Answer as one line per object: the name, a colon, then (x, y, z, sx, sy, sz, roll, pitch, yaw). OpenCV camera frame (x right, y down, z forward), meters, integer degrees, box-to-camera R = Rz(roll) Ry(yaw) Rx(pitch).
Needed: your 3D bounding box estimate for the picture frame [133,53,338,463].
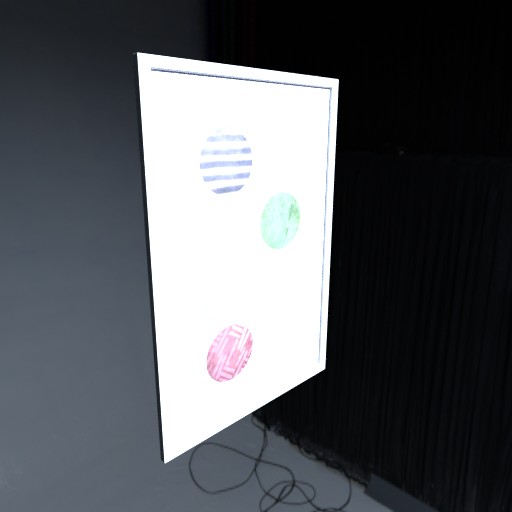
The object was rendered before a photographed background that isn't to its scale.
picture frame: (0.000, 0.000, 0.840, 0.457, 0.657, 0.013, -15, 22, -42)
